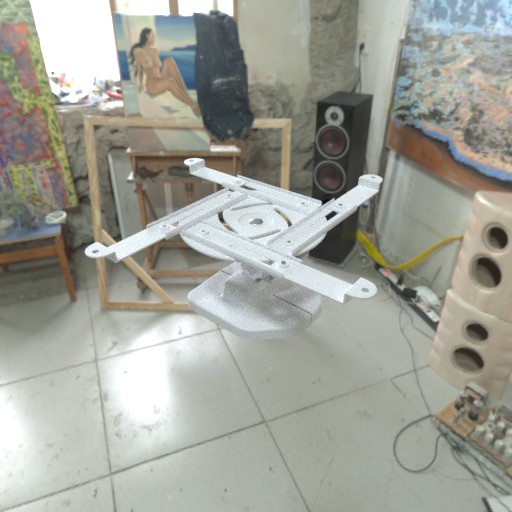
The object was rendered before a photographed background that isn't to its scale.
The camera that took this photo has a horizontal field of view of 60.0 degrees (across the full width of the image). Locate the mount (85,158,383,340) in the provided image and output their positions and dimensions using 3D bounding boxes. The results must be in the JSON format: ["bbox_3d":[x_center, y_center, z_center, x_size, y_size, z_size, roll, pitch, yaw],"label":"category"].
[{"bbox_3d":[0.000,0.000,0.597,0.394,0.141,0.394,23,39,32],"label":"mount"}]
